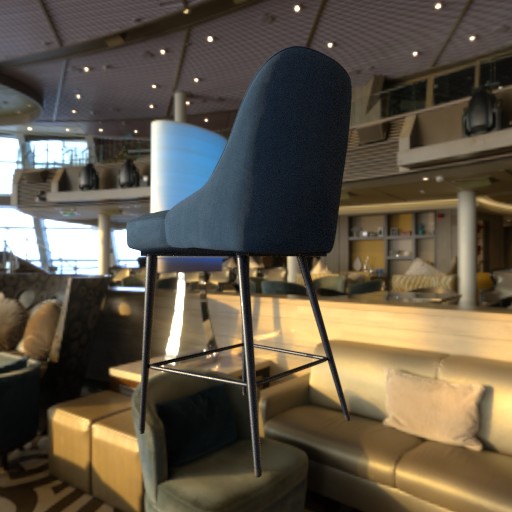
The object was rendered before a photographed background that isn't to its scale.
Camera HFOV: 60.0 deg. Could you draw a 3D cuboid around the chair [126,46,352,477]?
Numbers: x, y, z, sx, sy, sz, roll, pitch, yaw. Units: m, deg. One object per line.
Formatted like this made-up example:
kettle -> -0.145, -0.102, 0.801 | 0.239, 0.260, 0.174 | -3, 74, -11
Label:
chair -> 0.000, 0.000, 1.204 | 0.489, 0.927, 0.526 | 0, -1, 38
